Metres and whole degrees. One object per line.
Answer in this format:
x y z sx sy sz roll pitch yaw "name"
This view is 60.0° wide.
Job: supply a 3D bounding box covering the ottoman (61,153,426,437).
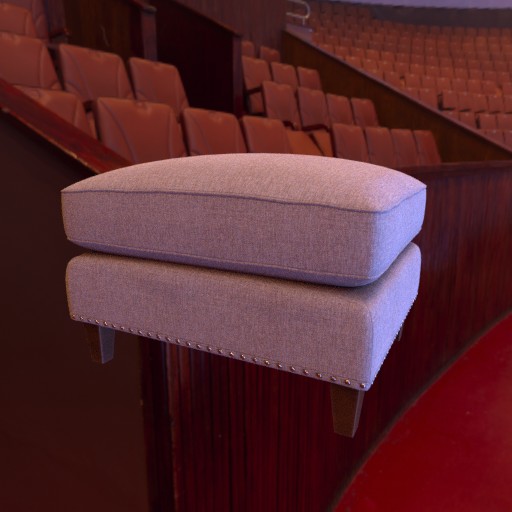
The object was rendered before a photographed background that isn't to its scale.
0.000 0.000 1.137 0.741 0.513 0.584 7 15 26 "ottoman"
